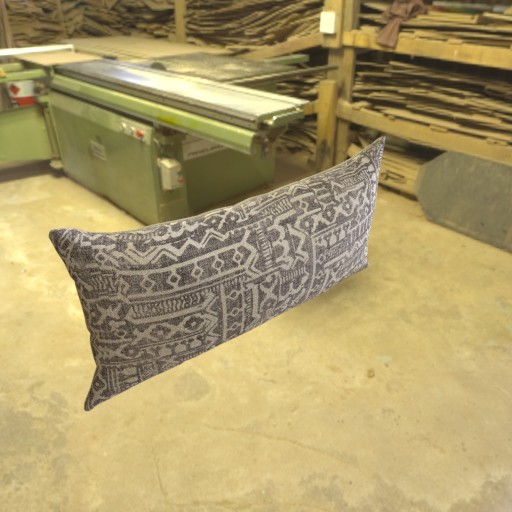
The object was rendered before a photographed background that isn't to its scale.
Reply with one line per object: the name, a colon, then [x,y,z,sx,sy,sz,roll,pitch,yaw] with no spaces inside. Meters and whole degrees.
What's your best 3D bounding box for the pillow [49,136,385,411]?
pillow: [0.000,0.000,0.734,0.631,0.290,0.148,-22,37,-32]
